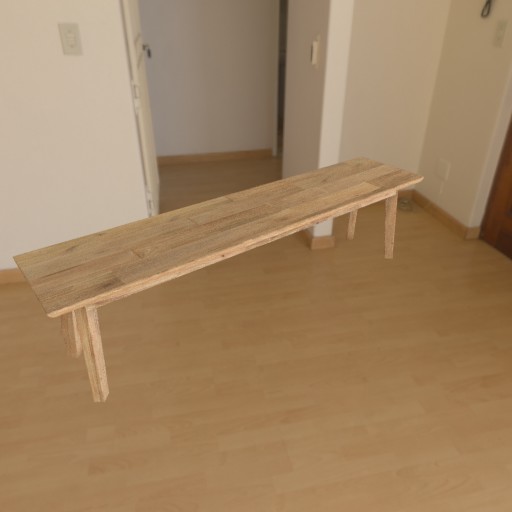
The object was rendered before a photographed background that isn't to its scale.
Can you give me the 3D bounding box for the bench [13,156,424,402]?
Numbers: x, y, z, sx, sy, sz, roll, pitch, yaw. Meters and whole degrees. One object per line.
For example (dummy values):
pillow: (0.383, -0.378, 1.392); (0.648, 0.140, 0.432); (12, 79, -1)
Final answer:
bench: (0.000, 0.000, 1.861); (1.698, 0.431, 0.378); (-21, 36, -32)
